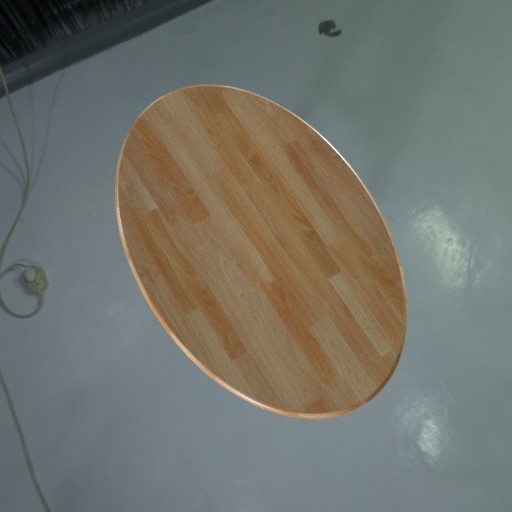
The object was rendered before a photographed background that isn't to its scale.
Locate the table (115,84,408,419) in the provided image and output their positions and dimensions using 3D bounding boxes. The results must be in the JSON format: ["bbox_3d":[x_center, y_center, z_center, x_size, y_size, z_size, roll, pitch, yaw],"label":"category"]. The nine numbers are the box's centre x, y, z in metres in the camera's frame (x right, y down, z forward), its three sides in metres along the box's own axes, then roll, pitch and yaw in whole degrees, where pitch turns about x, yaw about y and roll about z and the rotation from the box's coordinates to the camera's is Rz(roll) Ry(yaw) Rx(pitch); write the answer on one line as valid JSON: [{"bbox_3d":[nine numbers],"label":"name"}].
[{"bbox_3d":[0.000,0.000,1.431,0.690,0.490,1.040,-32,78,-7],"label":"table"}]
